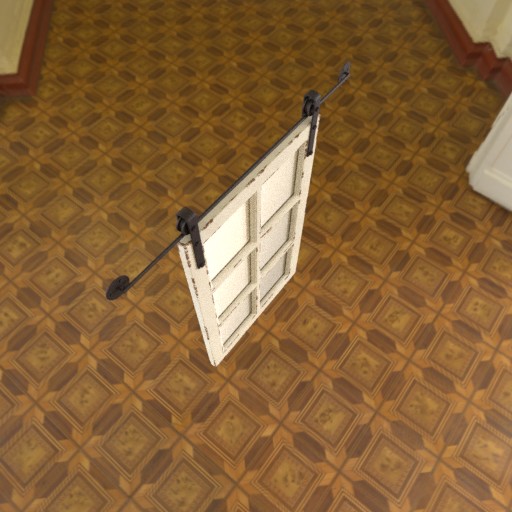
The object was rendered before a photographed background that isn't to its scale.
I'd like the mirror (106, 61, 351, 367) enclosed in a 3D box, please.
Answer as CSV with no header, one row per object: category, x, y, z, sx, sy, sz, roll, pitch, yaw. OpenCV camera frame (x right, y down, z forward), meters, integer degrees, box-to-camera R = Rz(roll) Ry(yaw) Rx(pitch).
mirror,0.000,0.000,1.252,0.037,0.844,0.808,34,65,18
